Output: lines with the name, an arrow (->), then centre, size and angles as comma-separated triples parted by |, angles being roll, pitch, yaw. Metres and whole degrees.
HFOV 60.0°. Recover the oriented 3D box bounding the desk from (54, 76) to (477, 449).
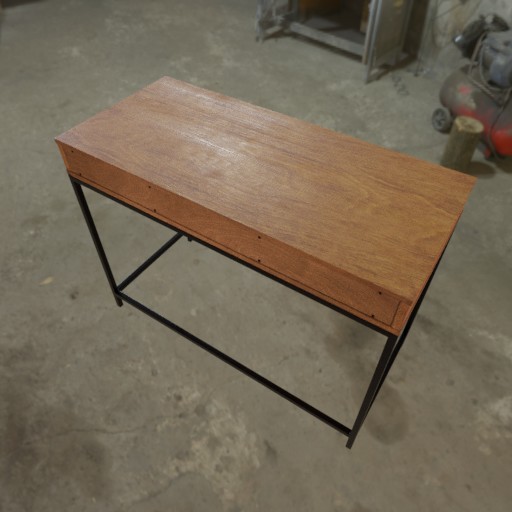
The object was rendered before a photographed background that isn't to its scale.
desk -> 0.000, 0.000, 1.434 | 1.016, 0.762, 0.470 | 26, 52, 22
